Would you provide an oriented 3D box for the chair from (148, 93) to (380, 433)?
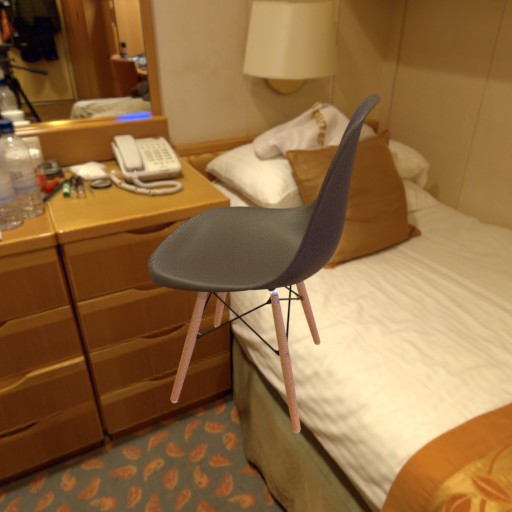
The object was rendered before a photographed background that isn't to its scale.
[{"bbox_3d":[0.000,0.000,1.180,0.533,0.825,0.470,8,30,14],"label":"chair"}]
